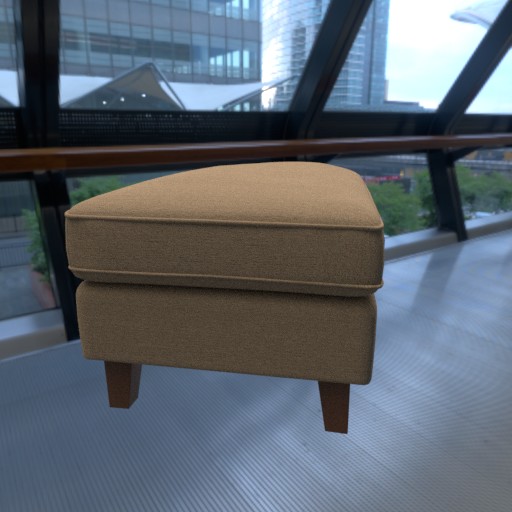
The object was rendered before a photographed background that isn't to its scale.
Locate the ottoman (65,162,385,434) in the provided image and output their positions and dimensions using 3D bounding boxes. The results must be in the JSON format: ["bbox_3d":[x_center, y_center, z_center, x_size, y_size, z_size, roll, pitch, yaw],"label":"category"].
[{"bbox_3d":[0.000,0.000,1.294,0.636,0.521,0.945,3,15,10],"label":"ottoman"}]
